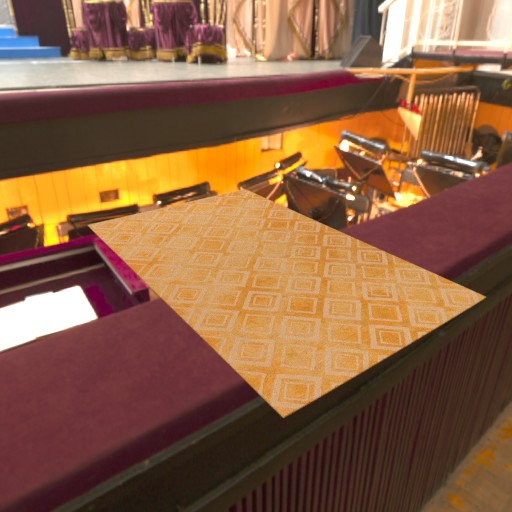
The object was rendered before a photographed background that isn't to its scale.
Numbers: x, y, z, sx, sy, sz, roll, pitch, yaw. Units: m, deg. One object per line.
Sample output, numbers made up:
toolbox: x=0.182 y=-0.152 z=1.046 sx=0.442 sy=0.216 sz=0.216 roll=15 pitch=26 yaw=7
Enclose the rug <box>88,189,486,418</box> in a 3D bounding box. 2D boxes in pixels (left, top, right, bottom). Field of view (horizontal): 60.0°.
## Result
rug: x=0.000 y=0.000 z=3.017 sx=1.511 sy=0.010 sz=2.424 roll=-18 pitch=32 yaw=-32
